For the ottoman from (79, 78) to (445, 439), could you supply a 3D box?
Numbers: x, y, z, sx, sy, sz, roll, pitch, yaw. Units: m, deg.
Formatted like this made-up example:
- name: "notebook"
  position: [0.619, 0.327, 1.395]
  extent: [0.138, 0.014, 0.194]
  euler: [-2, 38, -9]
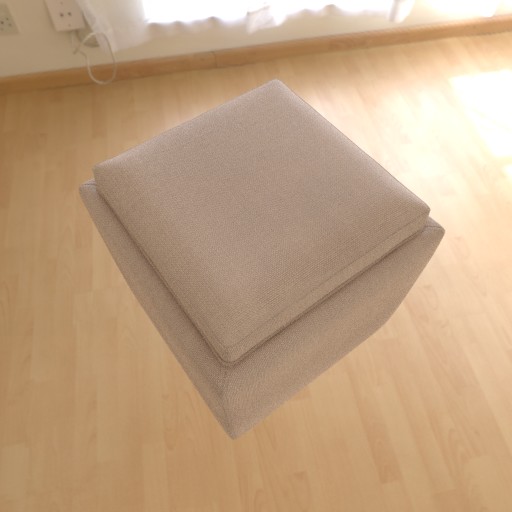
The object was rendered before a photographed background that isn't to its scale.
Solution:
- name: "ottoman"
  position: [0.000, 0.000, 0.856]
  extent: [0.450, 0.460, 0.451]
  euler: [-32, 64, -18]
